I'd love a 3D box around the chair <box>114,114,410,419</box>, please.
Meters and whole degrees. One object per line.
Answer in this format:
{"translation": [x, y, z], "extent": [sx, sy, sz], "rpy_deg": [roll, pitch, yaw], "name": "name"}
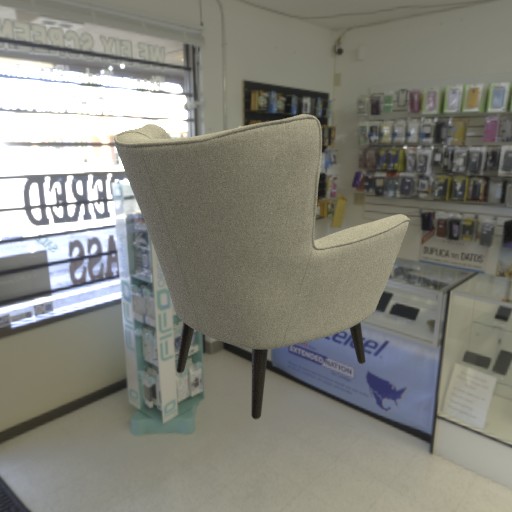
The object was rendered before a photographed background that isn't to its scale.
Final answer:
{"translation": [0.000, 0.000, 1.609], "extent": [0.888, 0.933, 0.781], "rpy_deg": [-13, 19, -43], "name": "chair"}
